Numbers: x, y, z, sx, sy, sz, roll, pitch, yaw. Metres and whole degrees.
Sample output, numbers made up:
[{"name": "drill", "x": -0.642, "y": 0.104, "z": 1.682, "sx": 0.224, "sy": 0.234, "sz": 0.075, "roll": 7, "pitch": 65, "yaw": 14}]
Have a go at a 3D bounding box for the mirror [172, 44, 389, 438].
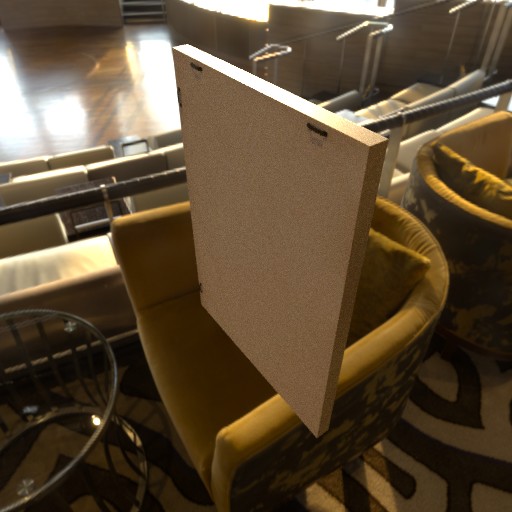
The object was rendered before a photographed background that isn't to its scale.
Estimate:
[{"name": "mirror", "x": 0.000, "y": 0.000, "z": 0.926, "sx": 0.039, "sy": 0.710, "sz": 0.507, "roll": -25, "pitch": 47, "yaw": -27}]
